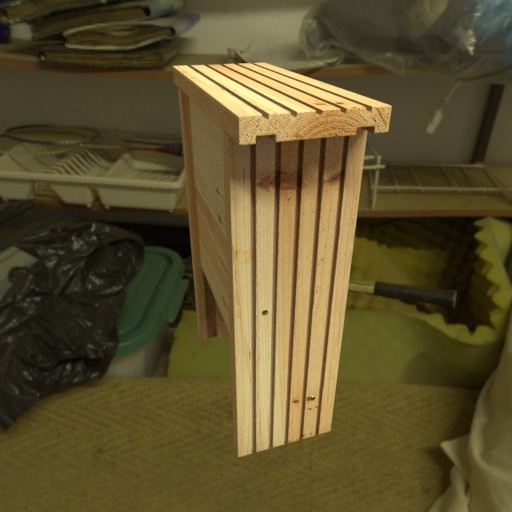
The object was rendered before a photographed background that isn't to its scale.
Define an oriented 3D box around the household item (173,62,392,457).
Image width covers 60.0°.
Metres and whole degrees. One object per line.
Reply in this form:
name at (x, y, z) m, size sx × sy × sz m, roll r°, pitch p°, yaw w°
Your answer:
household item at (0.000, 0.000, 0.548) m, size 0.123 × 0.407 × 0.301 m, roll -9°, pitch 31°, yaw -15°
